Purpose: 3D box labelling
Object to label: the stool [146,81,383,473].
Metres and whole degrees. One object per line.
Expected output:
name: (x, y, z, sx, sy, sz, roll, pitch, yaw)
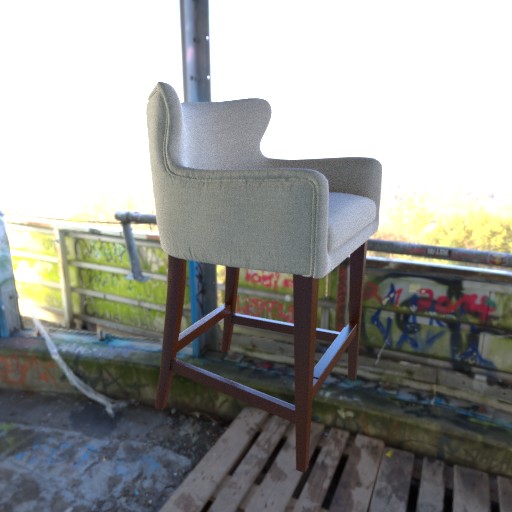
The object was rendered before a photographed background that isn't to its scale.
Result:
stool: (0.000, 0.000, 1.395, 0.637, 0.987, 0.615, 8, 17, 26)
